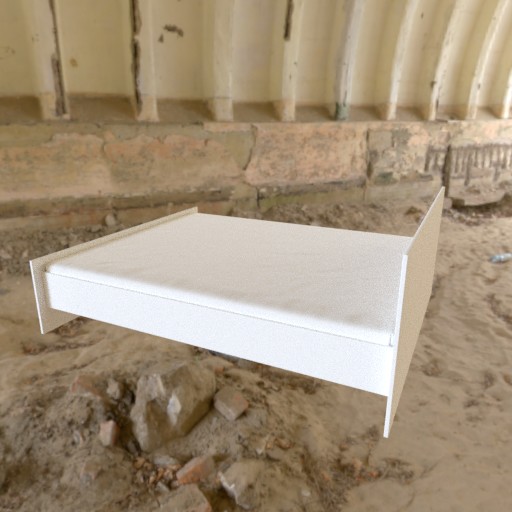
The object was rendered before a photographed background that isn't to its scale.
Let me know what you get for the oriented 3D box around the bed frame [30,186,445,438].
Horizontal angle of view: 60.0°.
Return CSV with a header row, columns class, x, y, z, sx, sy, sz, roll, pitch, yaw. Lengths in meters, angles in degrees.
class,x,y,z,sx,sy,sz,roll,pitch,yaw
bed frame,0.000,0.000,2.875,2.060,0.800,1.720,9,20,25
